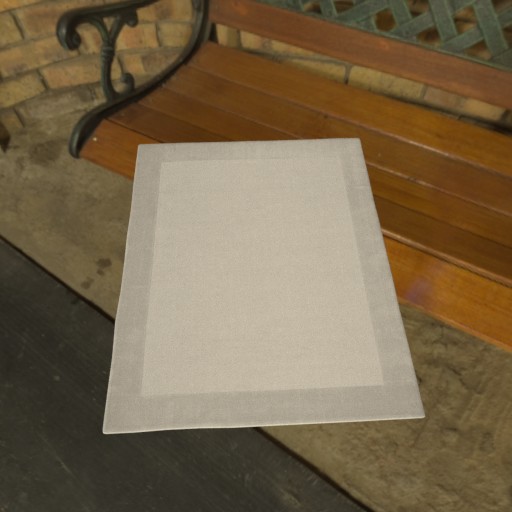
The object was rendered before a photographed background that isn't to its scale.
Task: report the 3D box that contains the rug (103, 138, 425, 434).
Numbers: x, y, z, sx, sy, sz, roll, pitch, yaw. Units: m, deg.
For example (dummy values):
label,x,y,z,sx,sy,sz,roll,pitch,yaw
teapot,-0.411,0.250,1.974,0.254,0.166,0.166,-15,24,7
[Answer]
label,x,y,z,sx,sy,sz,roll,pitch,yaw
rug,0.000,0.000,4.082,2.430,0.018,2.976,-2,58,-1
